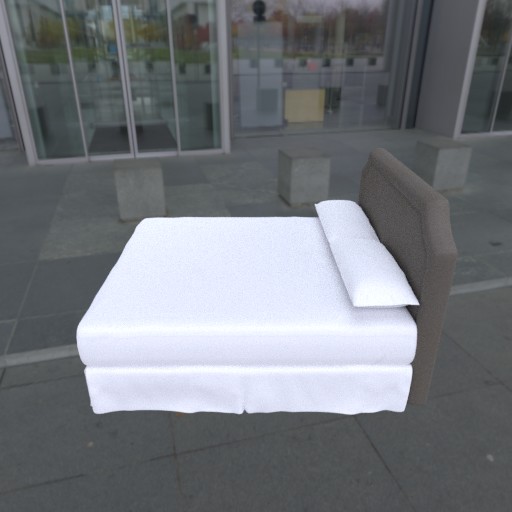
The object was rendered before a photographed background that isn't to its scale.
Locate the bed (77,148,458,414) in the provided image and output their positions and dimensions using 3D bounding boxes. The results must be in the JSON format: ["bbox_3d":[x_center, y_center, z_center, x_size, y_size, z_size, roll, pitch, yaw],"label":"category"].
[{"bbox_3d":[0.000,0.000,3.908,2.536,1.561,2.194,0,26,0],"label":"bed"}]
